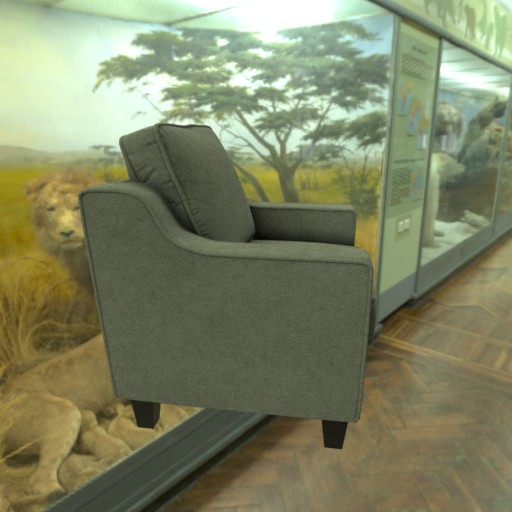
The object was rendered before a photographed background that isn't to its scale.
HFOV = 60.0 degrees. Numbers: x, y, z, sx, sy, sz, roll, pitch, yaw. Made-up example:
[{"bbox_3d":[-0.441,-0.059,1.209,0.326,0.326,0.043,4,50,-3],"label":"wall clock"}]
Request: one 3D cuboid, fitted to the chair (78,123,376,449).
[{"bbox_3d":[0.000,0.000,1.648,0.840,0.944,0.926,2,16,9],"label":"chair"}]
